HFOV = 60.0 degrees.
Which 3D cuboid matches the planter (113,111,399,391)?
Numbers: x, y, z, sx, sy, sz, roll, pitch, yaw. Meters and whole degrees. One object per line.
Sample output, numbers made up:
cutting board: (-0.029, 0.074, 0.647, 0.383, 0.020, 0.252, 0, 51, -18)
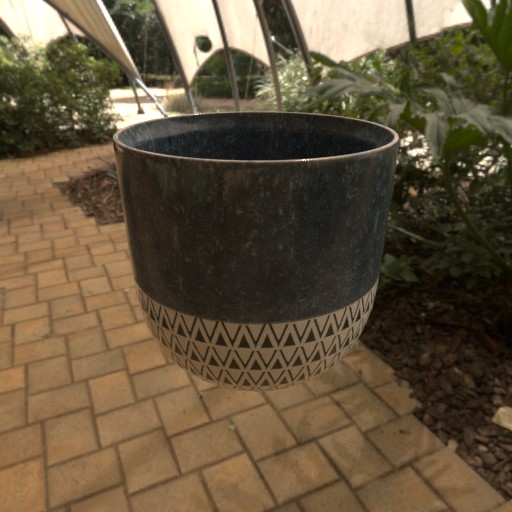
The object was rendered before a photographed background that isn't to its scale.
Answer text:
planter: (0.000, 0.000, 0.484, 0.266, 0.270, 0.266, 0, 25, 0)
